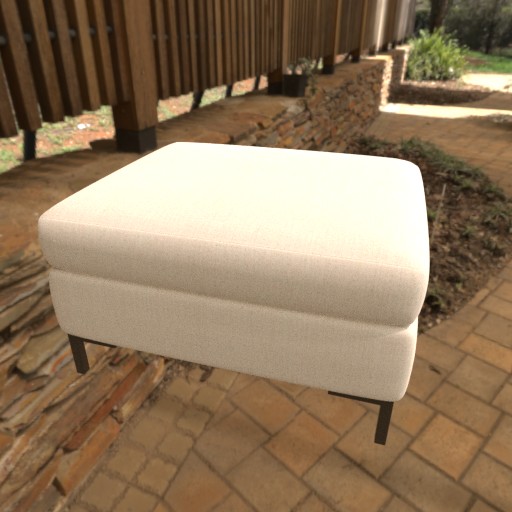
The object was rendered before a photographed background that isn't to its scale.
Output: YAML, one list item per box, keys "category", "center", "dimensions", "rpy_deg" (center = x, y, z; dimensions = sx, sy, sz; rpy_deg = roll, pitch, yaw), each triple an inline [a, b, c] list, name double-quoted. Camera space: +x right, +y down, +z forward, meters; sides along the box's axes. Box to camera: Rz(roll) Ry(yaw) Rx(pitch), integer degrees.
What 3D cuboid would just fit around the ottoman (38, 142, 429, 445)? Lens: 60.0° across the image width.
- category: "ottoman"
  center: [0.000, 0.000, 1.154]
  dimensions: [0.794, 0.453, 0.657]
  rpy_deg: [8, 29, 15]
